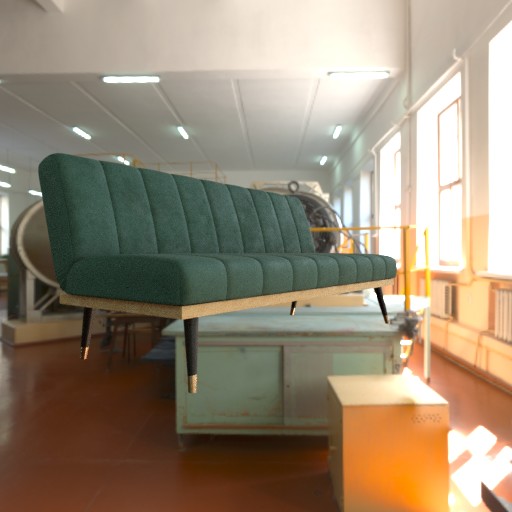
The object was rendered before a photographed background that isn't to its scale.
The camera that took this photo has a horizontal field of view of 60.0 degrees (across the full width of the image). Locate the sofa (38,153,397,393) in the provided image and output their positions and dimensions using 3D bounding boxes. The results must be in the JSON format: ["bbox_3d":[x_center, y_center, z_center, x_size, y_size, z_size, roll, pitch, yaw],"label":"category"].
[{"bbox_3d":[0.000,0.000,2.237,0.830,0.820,1.810,0,1,37],"label":"sofa"}]
